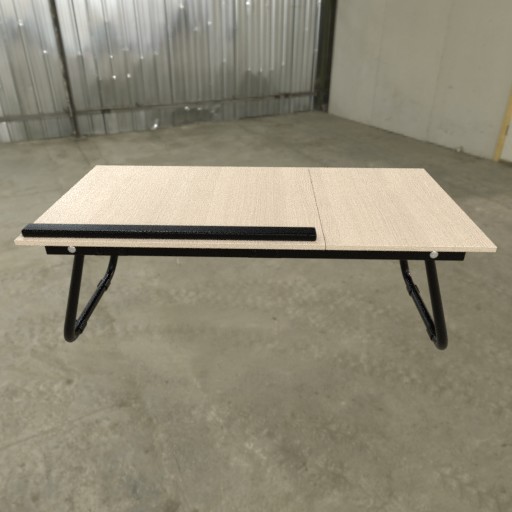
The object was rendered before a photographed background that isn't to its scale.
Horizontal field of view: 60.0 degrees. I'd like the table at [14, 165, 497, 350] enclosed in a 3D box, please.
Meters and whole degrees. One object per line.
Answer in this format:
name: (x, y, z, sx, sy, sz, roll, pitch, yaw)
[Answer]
table: (0.000, 0.000, 0.781, 0.644, 0.242, 0.322, 1, 29, 2)
